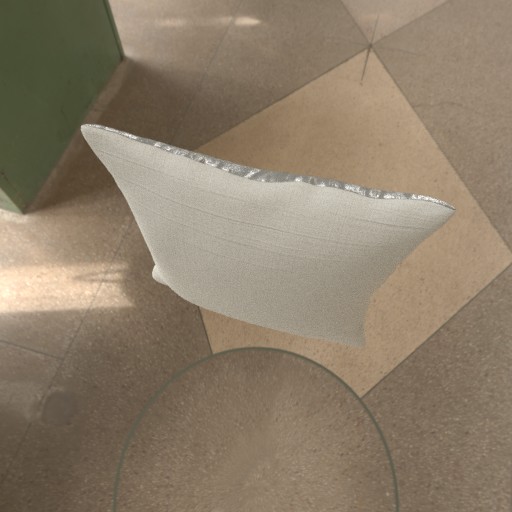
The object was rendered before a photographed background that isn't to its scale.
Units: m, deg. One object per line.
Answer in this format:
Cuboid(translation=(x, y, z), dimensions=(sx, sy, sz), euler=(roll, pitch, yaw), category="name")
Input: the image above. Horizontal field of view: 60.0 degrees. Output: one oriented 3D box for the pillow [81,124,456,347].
Cuboid(translation=(0.000, 0.000, 0.730), dimensions=(0.470, 0.464, 0.175), euler=(15, 64, 8), category="pillow")
